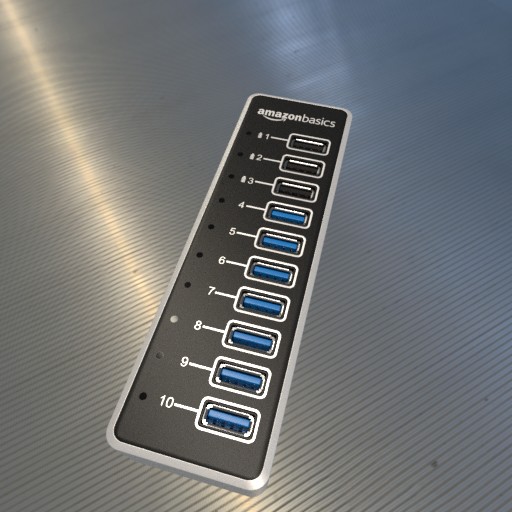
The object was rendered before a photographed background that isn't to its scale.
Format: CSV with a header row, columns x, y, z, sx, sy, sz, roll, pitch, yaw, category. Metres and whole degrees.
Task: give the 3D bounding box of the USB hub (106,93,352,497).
x,y,z,sx,sy,sz,roll,pitch,yaw,category
0.000,0.000,0.157,0.044,0.023,0.145,13,59,8,USB hub
